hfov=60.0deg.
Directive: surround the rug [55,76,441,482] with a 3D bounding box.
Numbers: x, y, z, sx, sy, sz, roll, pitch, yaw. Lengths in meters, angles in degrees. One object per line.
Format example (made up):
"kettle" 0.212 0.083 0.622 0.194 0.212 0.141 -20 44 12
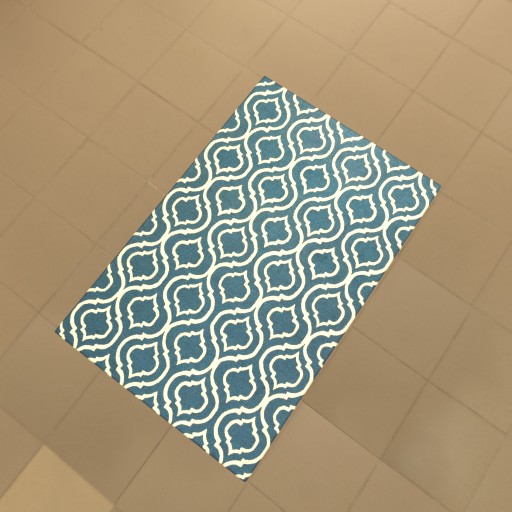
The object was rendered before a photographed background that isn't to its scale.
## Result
"rug" 0.000 0.000 2.234 1.143 0.010 1.753 35 78 8
